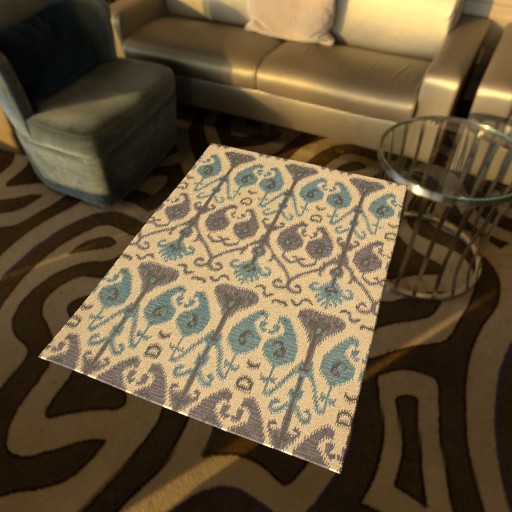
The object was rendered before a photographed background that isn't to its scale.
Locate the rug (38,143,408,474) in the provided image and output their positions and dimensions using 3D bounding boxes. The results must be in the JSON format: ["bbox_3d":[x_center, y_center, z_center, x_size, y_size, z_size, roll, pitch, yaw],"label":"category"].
[{"bbox_3d":[0.000,0.000,2.920,1.676,0.013,2.261,15,48,14],"label":"rug"}]
